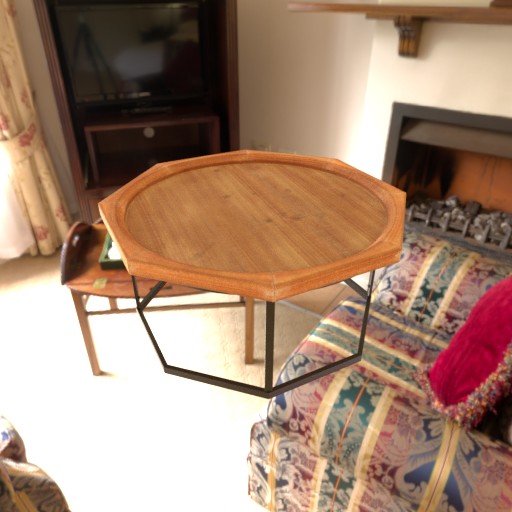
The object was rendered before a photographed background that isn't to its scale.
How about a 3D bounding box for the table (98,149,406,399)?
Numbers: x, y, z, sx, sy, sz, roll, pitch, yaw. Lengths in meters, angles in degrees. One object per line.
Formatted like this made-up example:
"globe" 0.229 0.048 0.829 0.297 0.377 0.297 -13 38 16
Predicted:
"table" 0.000 0.000 1.551 1.002 0.444 1.002 0 31 0
